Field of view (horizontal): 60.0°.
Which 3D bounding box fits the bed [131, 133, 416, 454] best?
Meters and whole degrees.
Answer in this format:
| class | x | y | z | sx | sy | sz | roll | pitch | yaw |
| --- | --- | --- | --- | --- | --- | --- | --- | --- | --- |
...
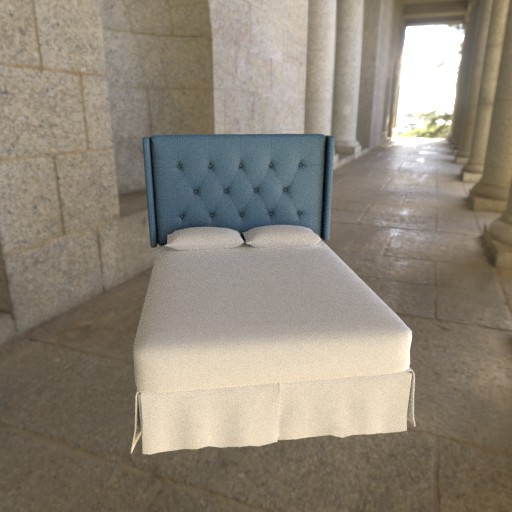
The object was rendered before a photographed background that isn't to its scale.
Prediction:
| class | x | y | z | sx | sy | sz | roll | pitch | yaw |
| --- | --- | --- | --- | --- | --- | --- | --- | --- | --- |
| bed | 0.000 | 0.000 | 3.303 | 1.719 | 1.665 | 2.078 | -2 | 18 | -7 |
